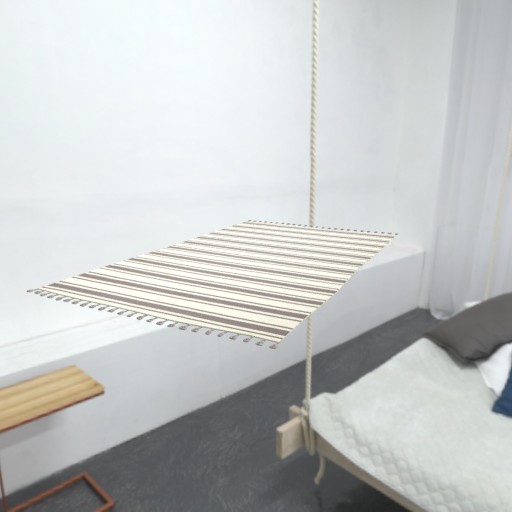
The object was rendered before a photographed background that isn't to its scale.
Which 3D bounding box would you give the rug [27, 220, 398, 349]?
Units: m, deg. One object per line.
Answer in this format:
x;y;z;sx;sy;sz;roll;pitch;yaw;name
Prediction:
0.000;0.000;2.583;1.229;0.011;2.096;8;16;27;rug
